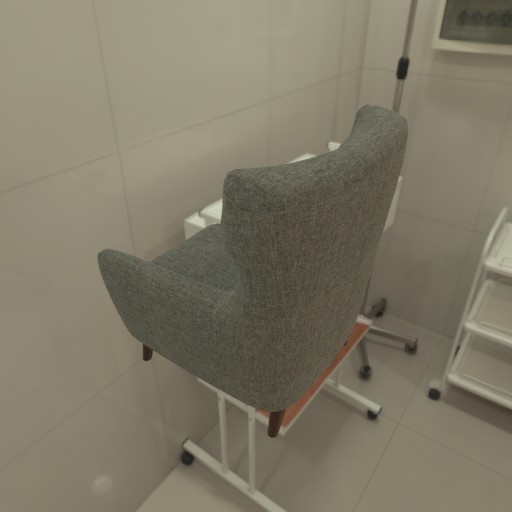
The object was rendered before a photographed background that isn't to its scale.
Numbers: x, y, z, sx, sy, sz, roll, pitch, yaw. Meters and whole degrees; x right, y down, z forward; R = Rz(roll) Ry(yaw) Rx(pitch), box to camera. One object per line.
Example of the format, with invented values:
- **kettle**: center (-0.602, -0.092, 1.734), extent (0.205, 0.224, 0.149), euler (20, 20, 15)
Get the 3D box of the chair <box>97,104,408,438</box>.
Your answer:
- **chair**: center (0.000, 0.000, 1.735), extent (0.904, 1.063, 0.878), euler (21, 38, 29)
